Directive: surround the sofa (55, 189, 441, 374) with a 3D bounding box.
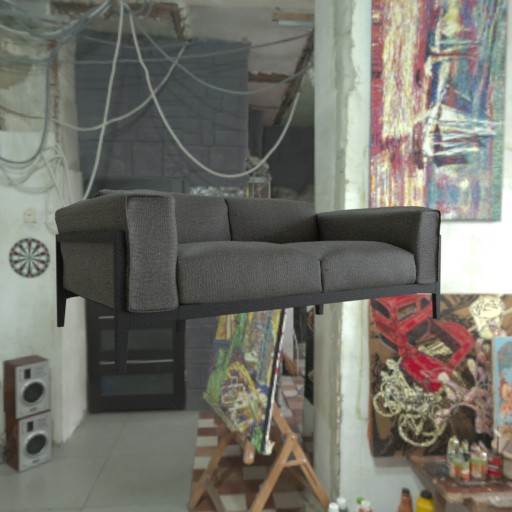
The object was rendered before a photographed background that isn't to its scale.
[{"bbox_3d":[0.000,0.000,2.183,1.690,0.656,0.960,-1,2,-35],"label":"sofa"}]
